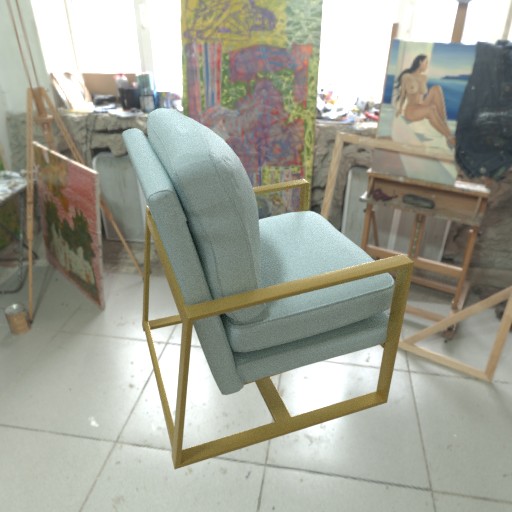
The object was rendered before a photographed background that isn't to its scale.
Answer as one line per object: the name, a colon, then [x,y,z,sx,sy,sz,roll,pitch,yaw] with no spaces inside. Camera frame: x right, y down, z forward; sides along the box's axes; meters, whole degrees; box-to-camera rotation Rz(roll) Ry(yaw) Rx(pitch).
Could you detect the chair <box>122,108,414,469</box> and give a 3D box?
chair: [0.000,0.000,1.560,0.813,0.956,0.758,-10,31,-17]
